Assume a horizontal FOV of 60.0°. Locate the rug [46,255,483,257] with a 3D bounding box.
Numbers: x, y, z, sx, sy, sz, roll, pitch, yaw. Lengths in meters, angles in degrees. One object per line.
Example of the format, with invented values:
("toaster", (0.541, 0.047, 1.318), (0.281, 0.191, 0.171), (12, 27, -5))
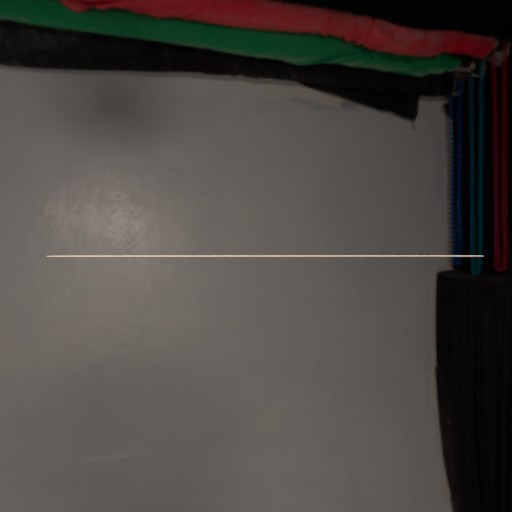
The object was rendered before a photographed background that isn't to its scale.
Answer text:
("rug", (0.000, 0.000, 3.049), (2.438, 0.008, 1.523), (0, 0, -18))
